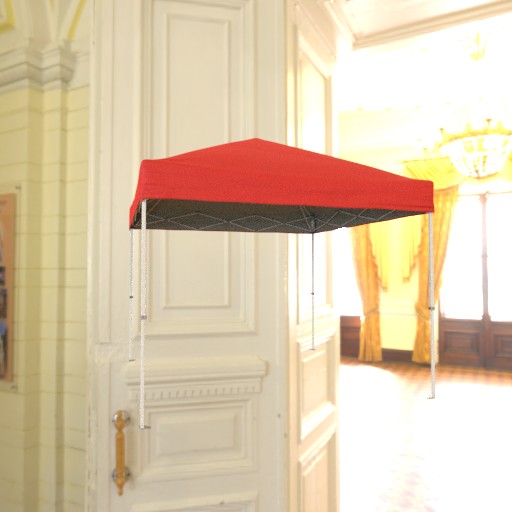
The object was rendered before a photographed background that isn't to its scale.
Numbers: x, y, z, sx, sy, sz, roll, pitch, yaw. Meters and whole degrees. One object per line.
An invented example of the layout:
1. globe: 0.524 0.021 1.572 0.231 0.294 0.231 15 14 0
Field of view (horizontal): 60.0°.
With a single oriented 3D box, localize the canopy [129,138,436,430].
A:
1. canopy: 0.000 0.000 5.578 2.998 2.997 2.996 1 -2 -18
